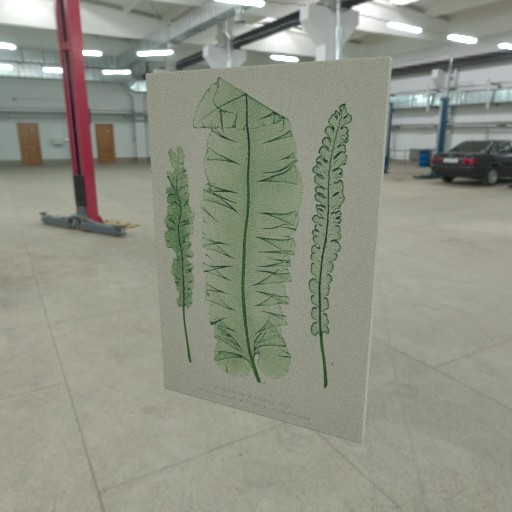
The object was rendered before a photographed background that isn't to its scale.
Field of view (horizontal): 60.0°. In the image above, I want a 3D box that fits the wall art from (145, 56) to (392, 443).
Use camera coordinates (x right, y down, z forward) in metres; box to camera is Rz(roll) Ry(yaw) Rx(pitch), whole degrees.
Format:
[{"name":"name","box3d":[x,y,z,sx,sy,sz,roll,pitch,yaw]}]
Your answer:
[{"name":"wall art","box3d":[0.000,0.000,1.154,0.610,0.914,0.038,7,17,24]}]
